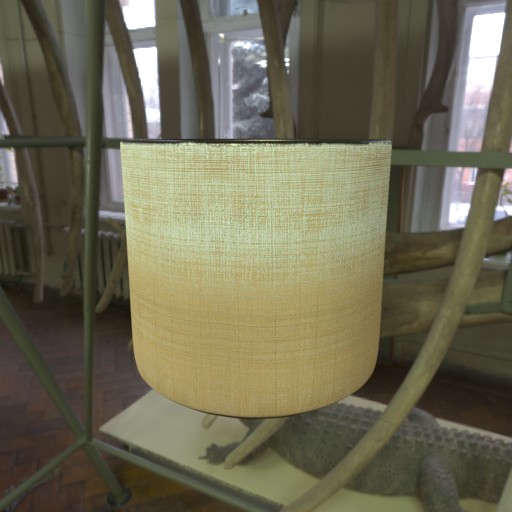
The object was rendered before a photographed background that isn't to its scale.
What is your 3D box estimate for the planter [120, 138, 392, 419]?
[{"bbox_3d":[0.000,0.000,0.394,0.221,0.201,0.221,0,15,0],"label":"planter"}]
